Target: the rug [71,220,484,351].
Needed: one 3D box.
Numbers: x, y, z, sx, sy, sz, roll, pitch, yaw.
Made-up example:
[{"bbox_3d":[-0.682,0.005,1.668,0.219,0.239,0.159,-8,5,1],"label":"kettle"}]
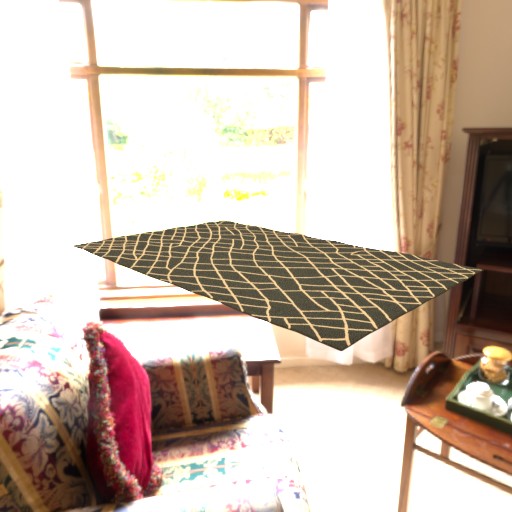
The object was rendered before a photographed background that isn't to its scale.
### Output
[{"bbox_3d":[0.000,0.000,3.043,2.448,0.017,1.529,14,20,43],"label":"rug"}]
